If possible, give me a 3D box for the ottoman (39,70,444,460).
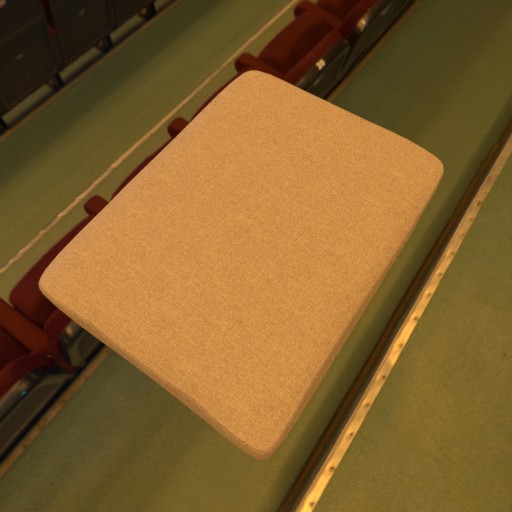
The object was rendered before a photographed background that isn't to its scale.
[{"bbox_3d":[0.000,0.000,1.286,0.677,0.519,0.898,31,67,15],"label":"ottoman"}]
